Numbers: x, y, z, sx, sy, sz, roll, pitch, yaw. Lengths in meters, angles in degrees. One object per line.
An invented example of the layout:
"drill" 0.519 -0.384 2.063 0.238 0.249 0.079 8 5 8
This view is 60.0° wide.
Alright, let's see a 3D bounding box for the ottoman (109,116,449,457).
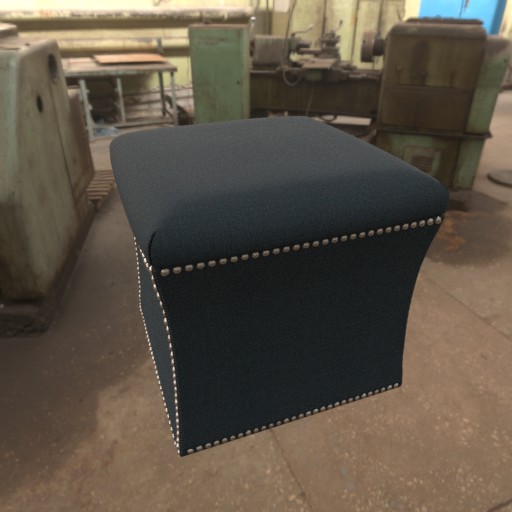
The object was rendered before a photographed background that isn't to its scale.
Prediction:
"ottoman" 0.000 0.000 0.916 0.497 0.475 0.507 -11 32 -18
